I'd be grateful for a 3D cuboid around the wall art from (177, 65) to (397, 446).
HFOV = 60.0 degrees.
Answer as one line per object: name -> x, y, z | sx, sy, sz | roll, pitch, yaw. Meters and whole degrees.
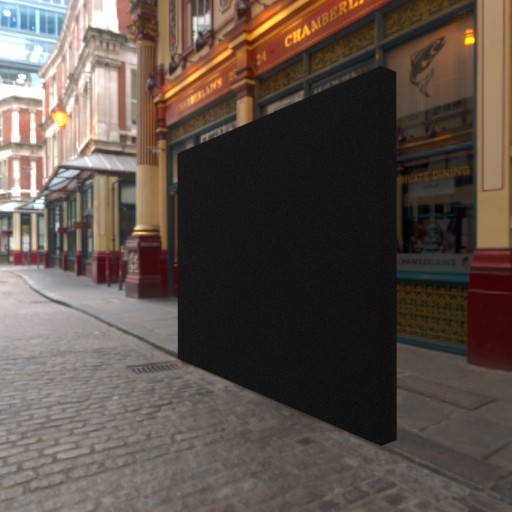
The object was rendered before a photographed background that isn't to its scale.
wall art -> 0.000, 0.000, 0.768 | 0.031, 0.457, 0.558 | 0, 0, -36
